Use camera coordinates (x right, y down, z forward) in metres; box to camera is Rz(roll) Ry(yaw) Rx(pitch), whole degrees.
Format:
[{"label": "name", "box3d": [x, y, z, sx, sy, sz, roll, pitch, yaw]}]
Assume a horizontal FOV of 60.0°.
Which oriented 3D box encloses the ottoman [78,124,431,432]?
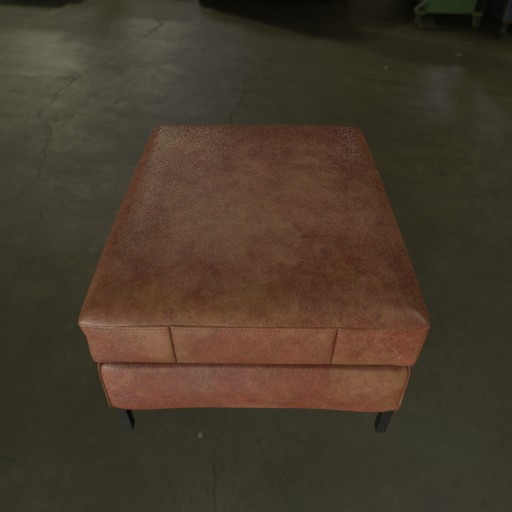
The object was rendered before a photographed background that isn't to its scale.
[{"label": "ottoman", "box3d": [0.000, 0.000, 1.782, 0.965, 0.667, 1.186, 0, 42, 0]}]
